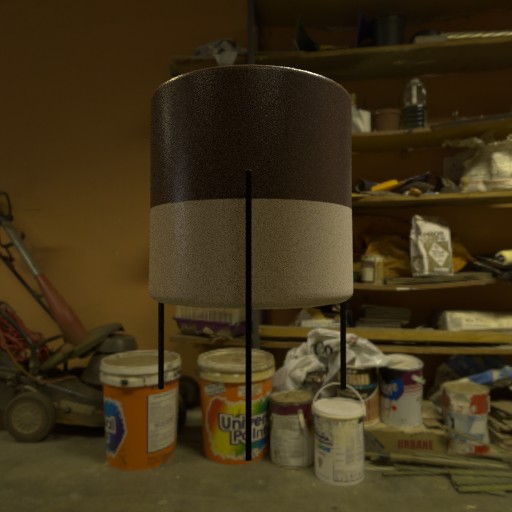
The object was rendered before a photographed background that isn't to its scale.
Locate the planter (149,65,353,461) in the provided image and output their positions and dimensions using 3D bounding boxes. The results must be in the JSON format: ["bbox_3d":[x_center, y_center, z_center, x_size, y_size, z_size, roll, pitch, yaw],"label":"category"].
[{"bbox_3d":[0.000,0.000,0.535,0.260,0.353,0.250,1,-1,-36],"label":"planter"}]
